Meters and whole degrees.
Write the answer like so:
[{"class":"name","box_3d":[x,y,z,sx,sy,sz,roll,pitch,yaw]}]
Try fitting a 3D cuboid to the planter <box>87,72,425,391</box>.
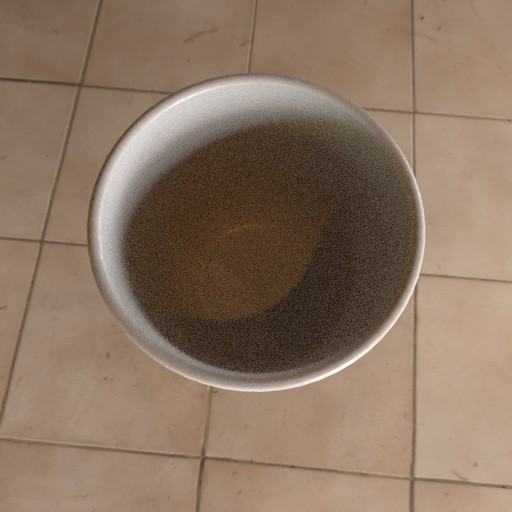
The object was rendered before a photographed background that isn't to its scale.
[{"class":"planter","box_3d":[0.000,0.000,0.294,0.170,0.152,0.170,0,74,0]}]
